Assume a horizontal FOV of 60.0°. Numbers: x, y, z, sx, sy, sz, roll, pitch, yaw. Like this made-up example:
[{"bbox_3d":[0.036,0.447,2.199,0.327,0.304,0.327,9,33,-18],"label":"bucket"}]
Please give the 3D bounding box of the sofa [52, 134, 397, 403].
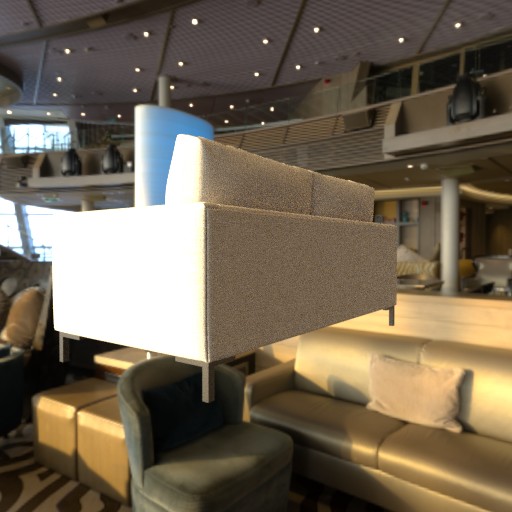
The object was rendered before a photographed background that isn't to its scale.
[{"bbox_3d":[0.000,0.000,2.141,0.839,0.812,1.651,1,1,36],"label":"sofa"}]
